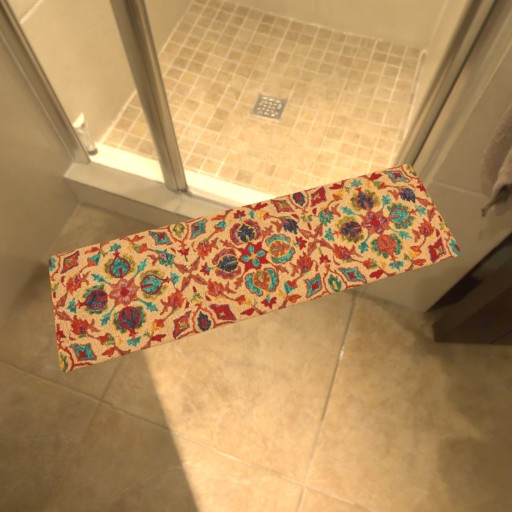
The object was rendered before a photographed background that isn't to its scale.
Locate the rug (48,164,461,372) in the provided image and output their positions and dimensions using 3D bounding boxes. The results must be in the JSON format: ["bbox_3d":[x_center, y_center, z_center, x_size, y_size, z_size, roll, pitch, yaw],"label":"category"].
[{"bbox_3d":[0.000,0.000,2.534,2.273,0.016,0.693,-15,64,-8],"label":"rug"}]
